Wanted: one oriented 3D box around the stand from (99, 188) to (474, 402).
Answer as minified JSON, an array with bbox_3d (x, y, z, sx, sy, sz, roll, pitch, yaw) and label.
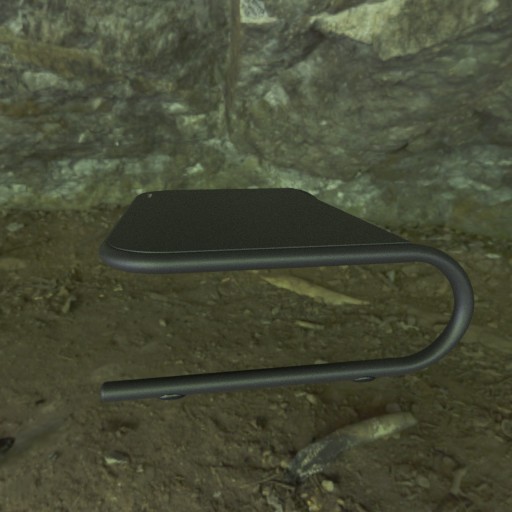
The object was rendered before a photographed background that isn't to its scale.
[{"bbox_3d":[0.000,0.000,0.490,0.280,0.108,0.370,-2,15,-9],"label":"stand"}]
